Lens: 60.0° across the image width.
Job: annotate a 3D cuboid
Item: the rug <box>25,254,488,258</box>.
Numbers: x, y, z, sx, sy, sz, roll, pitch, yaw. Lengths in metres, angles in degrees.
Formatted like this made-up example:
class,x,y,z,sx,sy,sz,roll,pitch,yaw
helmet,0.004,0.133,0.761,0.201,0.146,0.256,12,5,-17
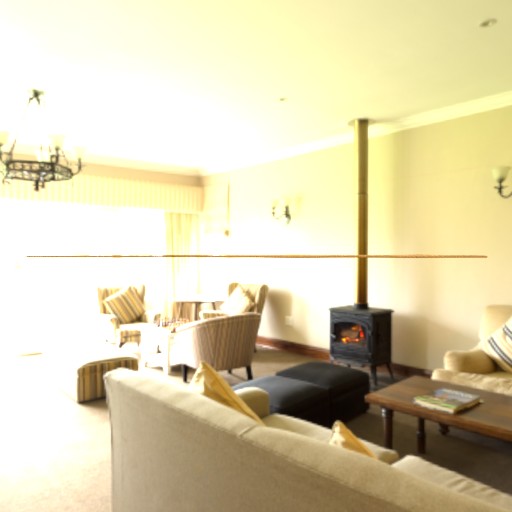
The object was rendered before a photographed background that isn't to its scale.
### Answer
class,x,y,z,sx,sy,sz,roll,pitch,yaw
rug,0.000,0.000,2.693,2.383,0.018,0.857,0,0,0
